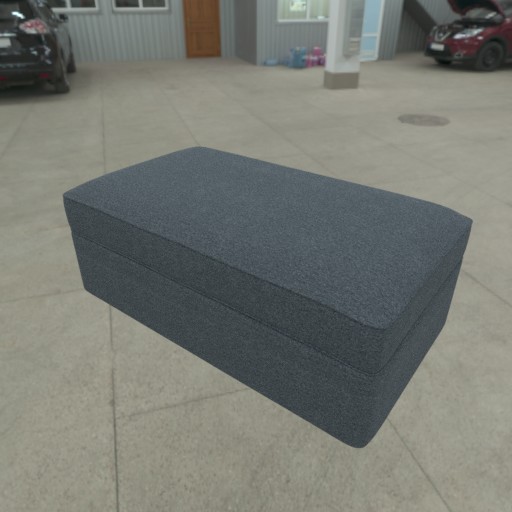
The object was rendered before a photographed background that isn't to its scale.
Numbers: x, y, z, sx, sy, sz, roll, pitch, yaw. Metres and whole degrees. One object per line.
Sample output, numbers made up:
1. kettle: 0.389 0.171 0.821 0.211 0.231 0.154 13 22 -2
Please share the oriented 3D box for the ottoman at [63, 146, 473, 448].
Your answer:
1. ottoman: 0.000 0.000 1.510 1.173 0.494 0.681 21 36 32
